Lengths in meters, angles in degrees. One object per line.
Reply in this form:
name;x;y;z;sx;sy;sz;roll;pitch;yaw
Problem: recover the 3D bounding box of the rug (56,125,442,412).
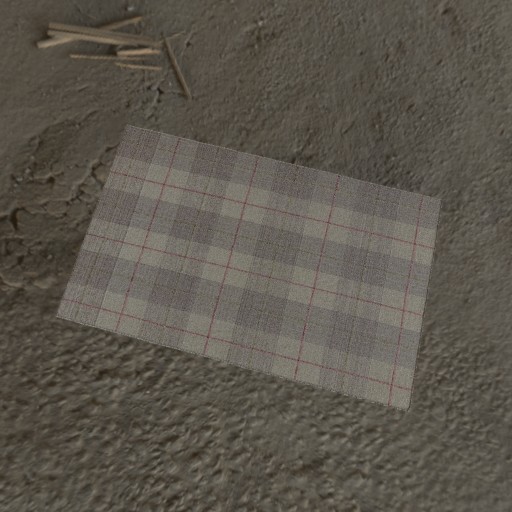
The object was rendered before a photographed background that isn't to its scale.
rug;0.000;0.000;3.161;2.464;0.010;1.549;14;75;4
